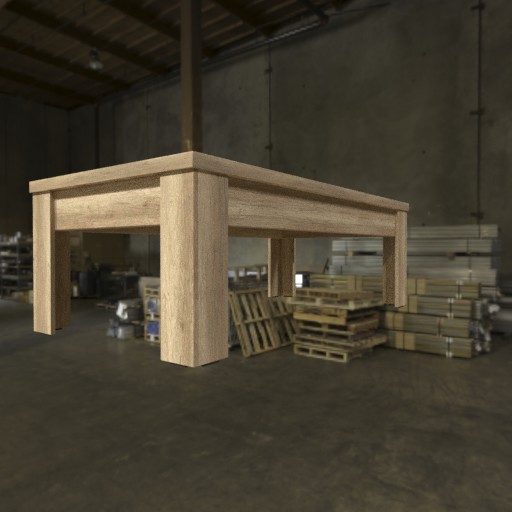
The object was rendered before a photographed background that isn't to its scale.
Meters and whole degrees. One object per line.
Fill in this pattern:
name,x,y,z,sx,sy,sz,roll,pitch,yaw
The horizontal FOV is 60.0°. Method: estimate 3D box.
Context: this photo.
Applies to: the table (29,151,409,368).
table,0.000,0.000,1.672,0.700,0.460,1.350,1,1,37
